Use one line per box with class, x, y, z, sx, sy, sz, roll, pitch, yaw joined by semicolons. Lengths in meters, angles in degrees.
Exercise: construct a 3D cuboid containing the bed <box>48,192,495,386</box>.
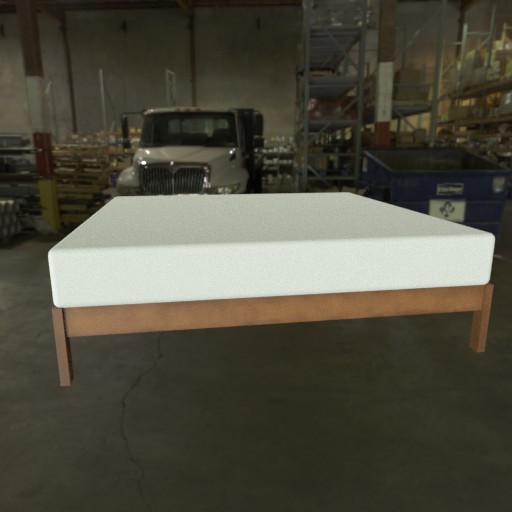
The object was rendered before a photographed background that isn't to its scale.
bed;0.000;0.000;2.947;2.049;0.616;1.930;-2;14;-9
